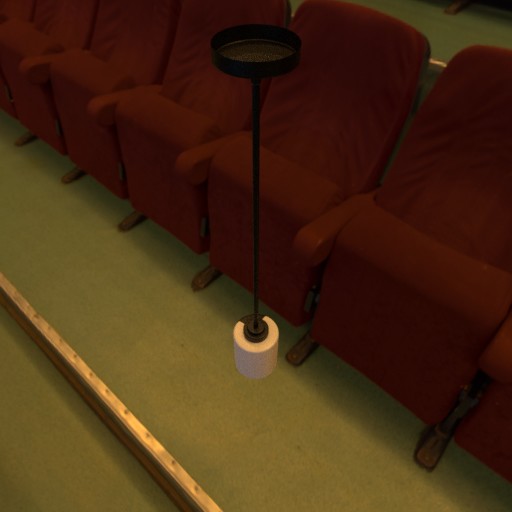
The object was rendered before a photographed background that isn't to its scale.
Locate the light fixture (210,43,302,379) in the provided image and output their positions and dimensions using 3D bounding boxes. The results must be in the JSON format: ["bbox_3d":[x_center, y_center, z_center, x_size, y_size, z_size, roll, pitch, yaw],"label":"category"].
[{"bbox_3d":[0.000,0.000,0.919,0.123,0.863,0.123,34,56,27],"label":"light fixture"}]
